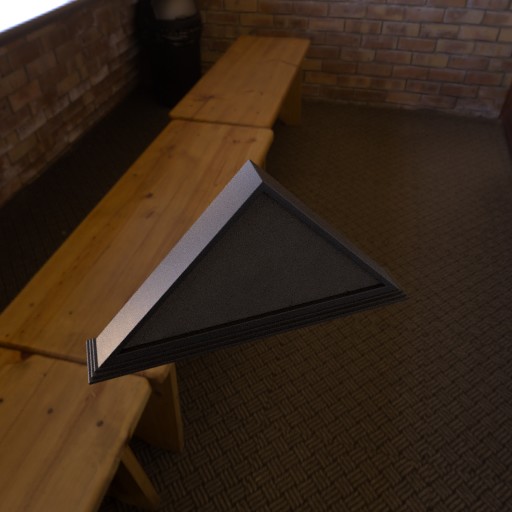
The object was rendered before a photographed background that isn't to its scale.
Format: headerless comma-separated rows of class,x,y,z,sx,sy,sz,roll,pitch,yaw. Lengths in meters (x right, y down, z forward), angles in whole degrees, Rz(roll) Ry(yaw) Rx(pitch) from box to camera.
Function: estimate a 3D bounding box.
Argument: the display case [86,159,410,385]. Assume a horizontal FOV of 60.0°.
display case,0.000,0.000,0.763,0.640,0.340,0.095,-12,43,-14
